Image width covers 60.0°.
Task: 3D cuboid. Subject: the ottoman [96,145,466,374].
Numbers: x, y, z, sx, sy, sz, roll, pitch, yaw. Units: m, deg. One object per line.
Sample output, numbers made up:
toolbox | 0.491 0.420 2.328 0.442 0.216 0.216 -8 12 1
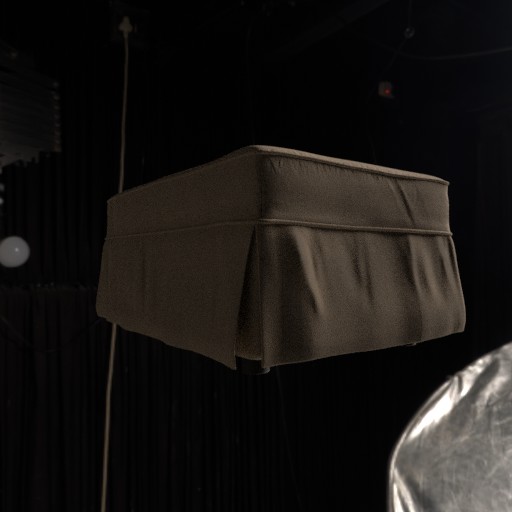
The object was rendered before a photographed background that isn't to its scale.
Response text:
ottoman | 0.000 0.000 1.339 0.721 0.482 0.959 0 0 -35
